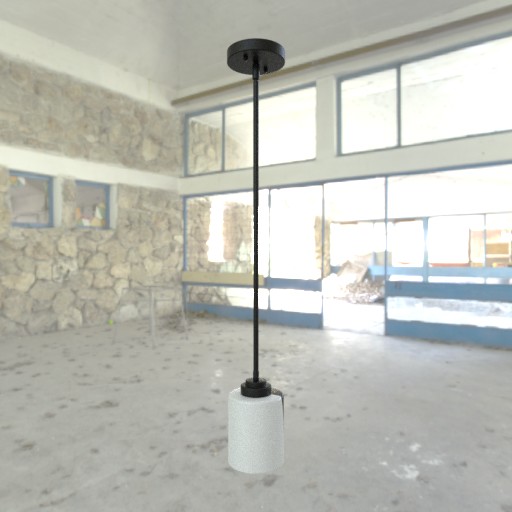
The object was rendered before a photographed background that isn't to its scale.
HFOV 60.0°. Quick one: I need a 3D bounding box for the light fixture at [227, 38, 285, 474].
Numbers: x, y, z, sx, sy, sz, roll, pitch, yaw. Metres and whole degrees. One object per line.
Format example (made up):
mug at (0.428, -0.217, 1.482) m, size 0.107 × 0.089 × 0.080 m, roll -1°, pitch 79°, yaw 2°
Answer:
light fixture at (0.000, 0.000, 0.938) m, size 0.123 × 0.863 × 0.123 m, roll 0°, pitch -1°, yaw 36°
